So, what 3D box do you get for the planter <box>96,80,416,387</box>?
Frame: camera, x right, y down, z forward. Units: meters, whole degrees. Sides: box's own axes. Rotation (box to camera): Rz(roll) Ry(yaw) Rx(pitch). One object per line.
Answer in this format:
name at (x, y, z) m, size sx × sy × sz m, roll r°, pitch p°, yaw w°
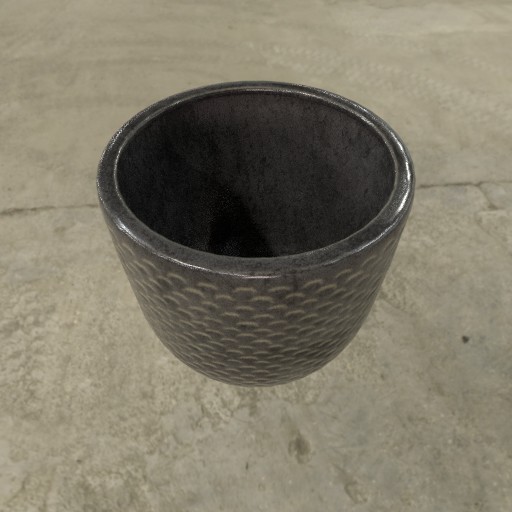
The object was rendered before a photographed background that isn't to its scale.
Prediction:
planter at (0.000, 0.000, 0.346) m, size 0.197 × 0.191 × 0.197 m, roll 0°, pitch 48°, yaw 0°
